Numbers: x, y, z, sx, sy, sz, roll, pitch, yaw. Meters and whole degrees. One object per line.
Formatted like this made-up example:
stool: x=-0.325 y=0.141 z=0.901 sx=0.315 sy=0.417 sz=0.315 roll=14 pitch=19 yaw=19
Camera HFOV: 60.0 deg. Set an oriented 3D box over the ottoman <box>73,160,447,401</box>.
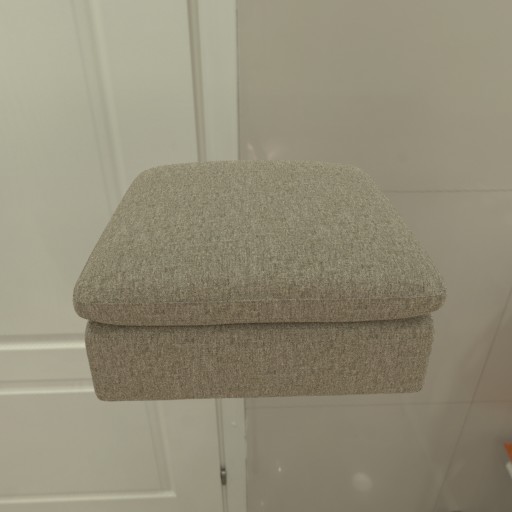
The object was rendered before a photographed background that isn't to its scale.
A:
ottoman: x=0.000 y=0.000 z=1.672 sx=1.039 sy=0.526 sz=1.035 roll=-1 pitch=30 yaw=-2
